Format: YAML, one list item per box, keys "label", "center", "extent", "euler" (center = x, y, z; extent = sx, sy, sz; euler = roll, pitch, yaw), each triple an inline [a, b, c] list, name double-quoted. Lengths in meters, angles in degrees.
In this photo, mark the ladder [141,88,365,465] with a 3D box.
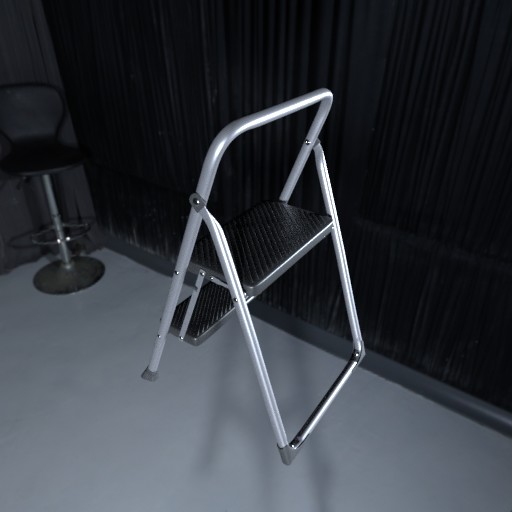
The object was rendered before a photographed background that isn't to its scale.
- label: "ladder"
  center: [0.000, 0.000, 1.040]
  extent: [0.472, 0.720, 0.430]
  euler: [21, 38, 29]
